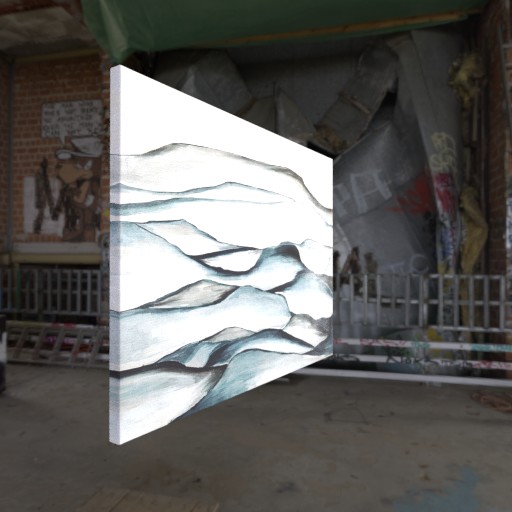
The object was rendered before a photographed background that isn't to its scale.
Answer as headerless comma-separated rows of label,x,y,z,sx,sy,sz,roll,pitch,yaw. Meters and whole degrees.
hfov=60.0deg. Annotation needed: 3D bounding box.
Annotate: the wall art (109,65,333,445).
wall art,0.000,0.000,1.576,0.039,0.915,1.219,0,-1,34
